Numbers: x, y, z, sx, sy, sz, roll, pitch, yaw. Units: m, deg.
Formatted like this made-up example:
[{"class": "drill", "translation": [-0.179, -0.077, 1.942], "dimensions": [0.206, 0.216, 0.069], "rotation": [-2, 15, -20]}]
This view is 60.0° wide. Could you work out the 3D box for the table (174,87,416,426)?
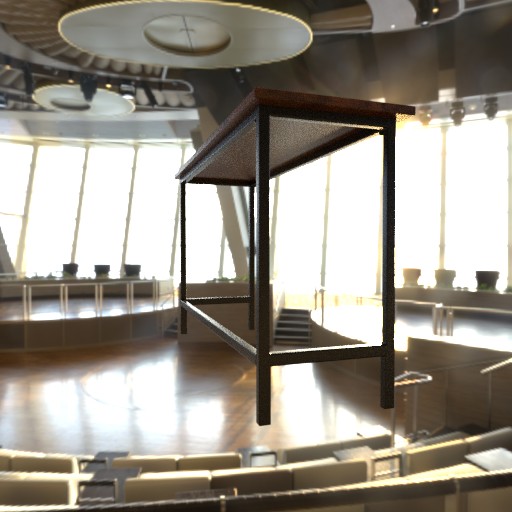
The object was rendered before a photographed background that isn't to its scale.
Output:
[{"class": "table", "translation": [0.000, 0.000, 1.576], "dimensions": [0.408, 0.740, 1.204], "rotation": [0, 1, -19]}]
